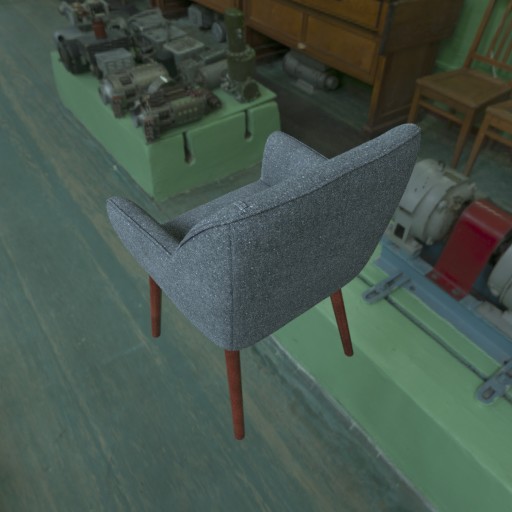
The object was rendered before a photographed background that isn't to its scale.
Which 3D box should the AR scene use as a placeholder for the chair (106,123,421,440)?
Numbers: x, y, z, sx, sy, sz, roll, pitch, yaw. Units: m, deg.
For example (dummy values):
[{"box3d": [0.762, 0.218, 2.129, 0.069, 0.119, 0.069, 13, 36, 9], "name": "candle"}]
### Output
[{"box3d": [0.000, 0.000, 1.141, 0.543, 0.803, 0.519, -29, 52, -26], "name": "chair"}]
